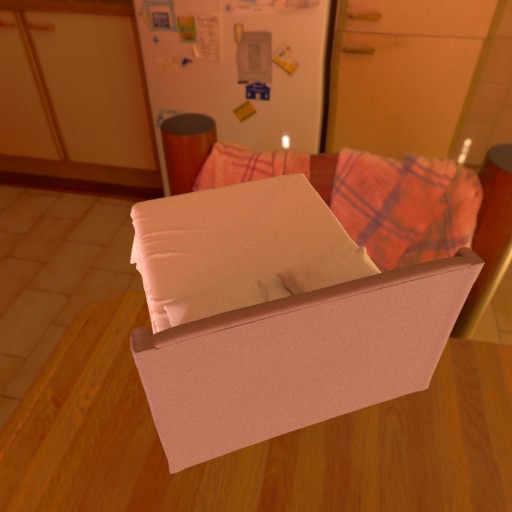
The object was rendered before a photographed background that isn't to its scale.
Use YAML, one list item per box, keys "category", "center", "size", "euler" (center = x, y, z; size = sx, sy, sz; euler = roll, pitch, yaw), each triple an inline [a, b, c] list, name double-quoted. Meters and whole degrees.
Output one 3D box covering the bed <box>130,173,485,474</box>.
- category: "bed"
  center: [0.000, 0.000, 3.414]
  size: [1.925, 1.332, 2.276]
  euler: [-13, 43, -14]
